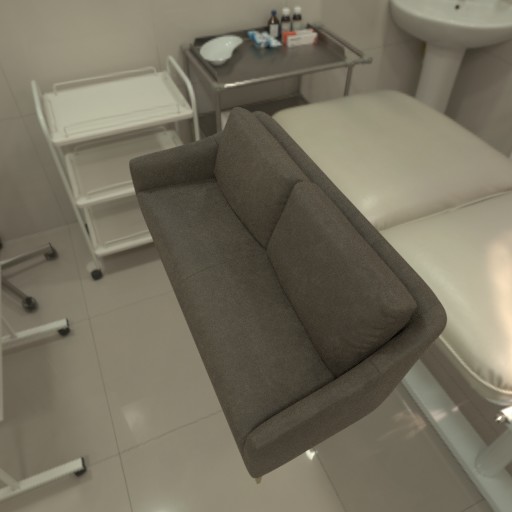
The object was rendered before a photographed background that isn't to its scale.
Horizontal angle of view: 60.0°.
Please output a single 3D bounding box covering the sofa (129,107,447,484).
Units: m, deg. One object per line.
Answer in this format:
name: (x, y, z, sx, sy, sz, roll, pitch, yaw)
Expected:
sofa: (0.000, 0.000, 2.489, 0.960, 0.902, 2.036, -18, 49, -16)
